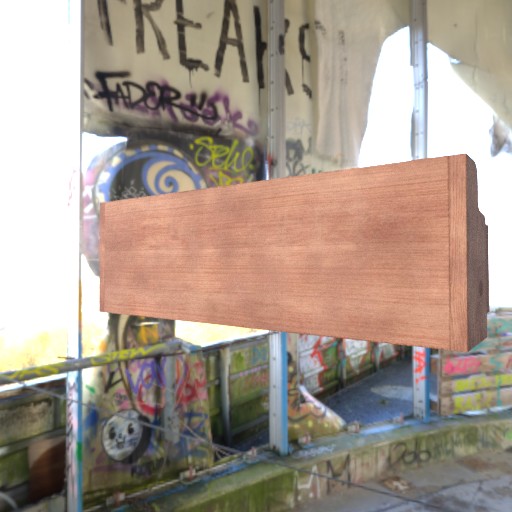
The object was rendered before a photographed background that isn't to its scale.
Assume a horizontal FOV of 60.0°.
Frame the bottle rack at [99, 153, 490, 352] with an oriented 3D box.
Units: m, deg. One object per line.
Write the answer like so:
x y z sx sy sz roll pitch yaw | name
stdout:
0.000 0.000 0.666 0.608 0.196 0.126 -1 -1 37 | bottle rack
